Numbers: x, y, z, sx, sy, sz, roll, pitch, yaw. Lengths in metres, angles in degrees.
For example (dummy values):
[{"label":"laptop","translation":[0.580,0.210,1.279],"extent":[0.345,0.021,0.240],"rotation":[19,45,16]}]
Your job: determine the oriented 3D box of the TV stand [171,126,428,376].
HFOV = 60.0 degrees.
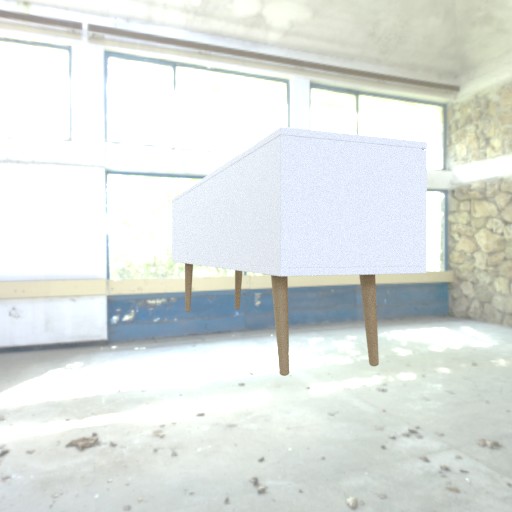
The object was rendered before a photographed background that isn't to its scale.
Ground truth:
[{"label":"TV stand","translation":[0.000,0.000,1.657],"extent":[0.401,0.560,1.398],"rotation":[0,1,-20]}]
